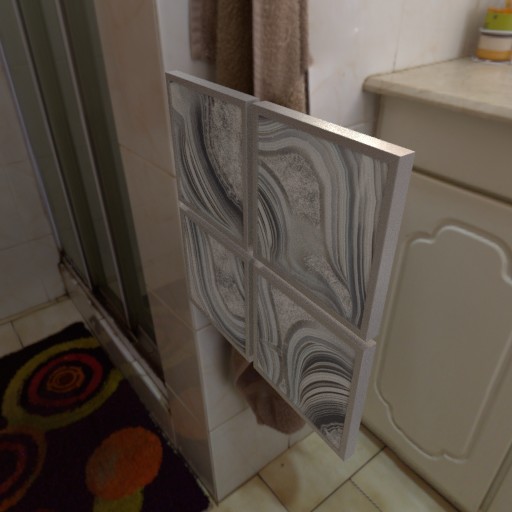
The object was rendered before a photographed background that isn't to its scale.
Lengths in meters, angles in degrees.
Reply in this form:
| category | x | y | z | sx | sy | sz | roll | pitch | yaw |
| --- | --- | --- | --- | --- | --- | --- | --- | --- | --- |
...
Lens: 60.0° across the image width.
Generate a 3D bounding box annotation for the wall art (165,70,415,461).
| category | x | y | z | sx | sy | sz | roll | pitch | yaw |
| --- | --- | --- | --- | --- | --- | --- | --- | --- | --- |
| wall art | 0.000 | 0.000 | 0.898 | 0.029 | 0.611 | 0.611 | -22 | 39 | -30 |
